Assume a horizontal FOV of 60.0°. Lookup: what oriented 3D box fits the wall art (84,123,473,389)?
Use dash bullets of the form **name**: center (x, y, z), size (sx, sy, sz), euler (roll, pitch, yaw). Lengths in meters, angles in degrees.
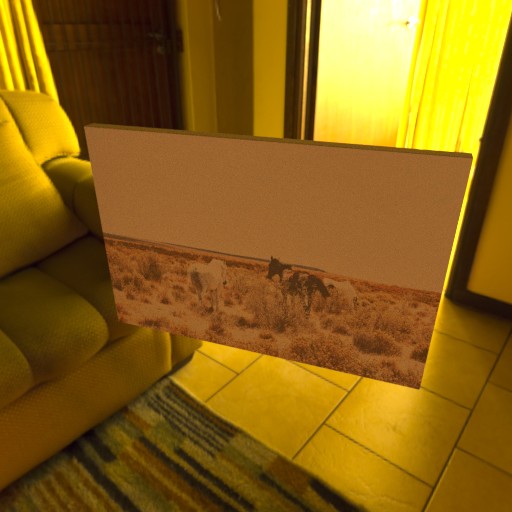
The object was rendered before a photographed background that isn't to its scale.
- **wall art**: center (0.000, 0.000, 1.442), size (1.138, 0.761, 0.051), euler (9, 29, 17)
